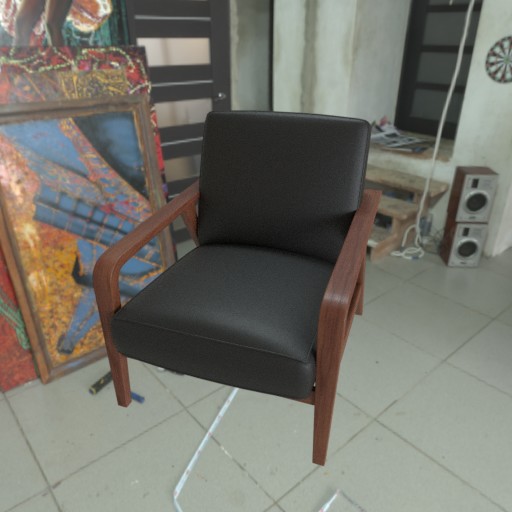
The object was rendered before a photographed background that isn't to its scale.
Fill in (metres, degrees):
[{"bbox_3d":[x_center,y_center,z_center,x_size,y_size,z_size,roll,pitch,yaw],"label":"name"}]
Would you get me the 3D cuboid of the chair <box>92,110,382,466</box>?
[{"bbox_3d":[0.000,0.000,1.501,0.719,0.861,0.889,9,28,18],"label":"chair"}]
